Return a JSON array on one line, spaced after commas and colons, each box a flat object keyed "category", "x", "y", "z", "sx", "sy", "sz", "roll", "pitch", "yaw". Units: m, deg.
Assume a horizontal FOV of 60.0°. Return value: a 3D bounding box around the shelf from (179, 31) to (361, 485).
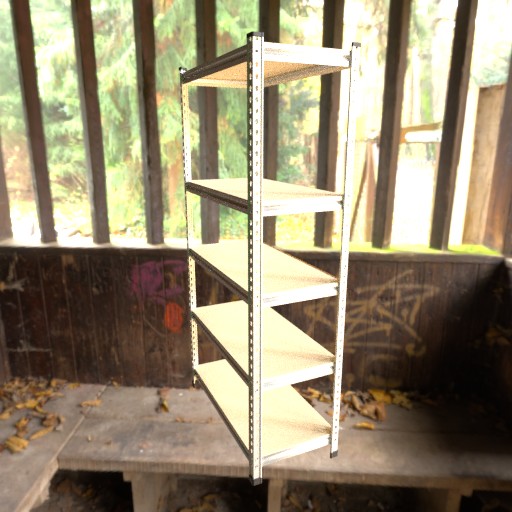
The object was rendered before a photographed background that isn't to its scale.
[{"category": "shelf", "x": 0.000, "y": 0.000, "z": 2.208, "sx": 0.457, "sy": 1.829, "sz": 0.914, "roll": -7, "pitch": 17, "yaw": -24}]
